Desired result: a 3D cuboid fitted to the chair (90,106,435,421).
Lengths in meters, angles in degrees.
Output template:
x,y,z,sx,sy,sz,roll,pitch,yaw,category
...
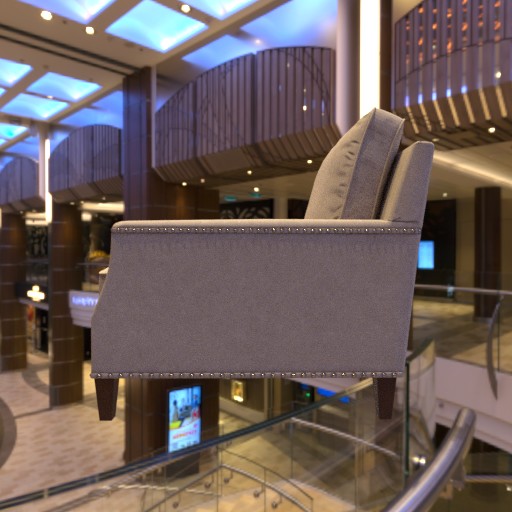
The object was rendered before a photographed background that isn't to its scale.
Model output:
x,y,z,sx,sy,sz,roll,pitch,yaw,category
0.000,0.000,1.679,1.014,0.943,0.853,0,1,-1,chair
